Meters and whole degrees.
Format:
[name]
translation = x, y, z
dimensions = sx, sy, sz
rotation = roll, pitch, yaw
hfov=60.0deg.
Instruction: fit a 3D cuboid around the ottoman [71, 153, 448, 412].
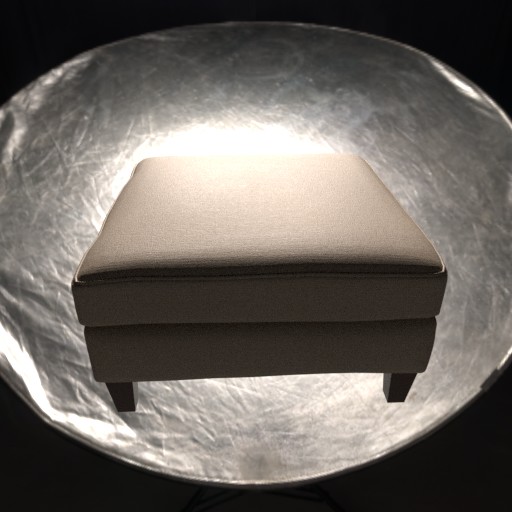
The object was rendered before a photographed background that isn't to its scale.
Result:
[ottoman]
translation = 0.000, 0.000, 1.378
dimensions = 0.838, 0.481, 0.838
rotation = -1, 31, -2
